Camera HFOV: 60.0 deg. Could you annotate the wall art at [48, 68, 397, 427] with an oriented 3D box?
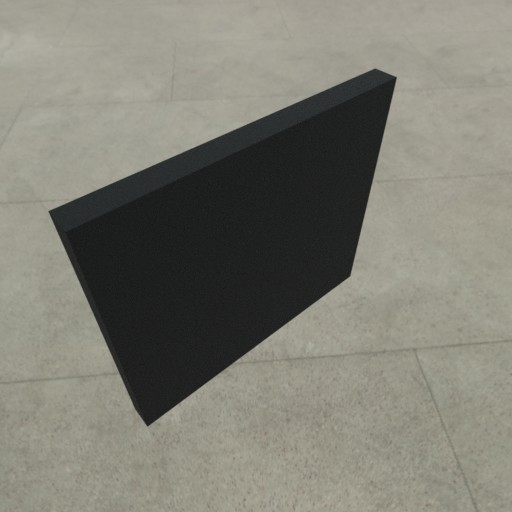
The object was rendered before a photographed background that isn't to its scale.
[{"bbox_3d":[0.000,0.000,0.525,0.381,0.330,0.031,-32,54,-27],"label":"wall art"}]
